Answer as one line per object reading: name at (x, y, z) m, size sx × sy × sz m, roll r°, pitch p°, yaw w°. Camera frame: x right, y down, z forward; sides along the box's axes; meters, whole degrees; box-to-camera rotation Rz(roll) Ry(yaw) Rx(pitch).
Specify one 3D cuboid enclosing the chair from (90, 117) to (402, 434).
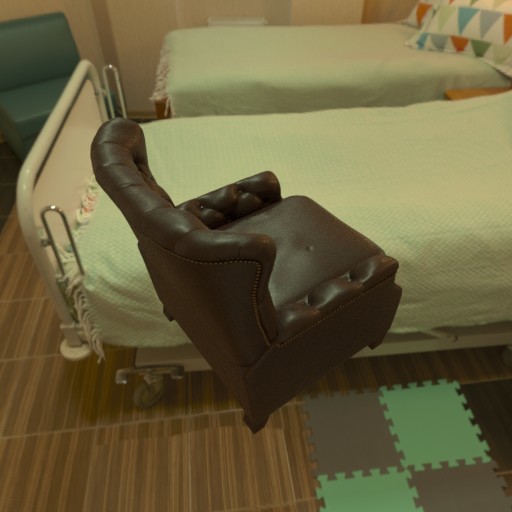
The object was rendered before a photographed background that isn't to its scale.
chair at (0.000, 0.000, 1.480) m, size 0.823 × 0.864 × 0.709 m, roll -26°, pitch 48°, yaw -26°
